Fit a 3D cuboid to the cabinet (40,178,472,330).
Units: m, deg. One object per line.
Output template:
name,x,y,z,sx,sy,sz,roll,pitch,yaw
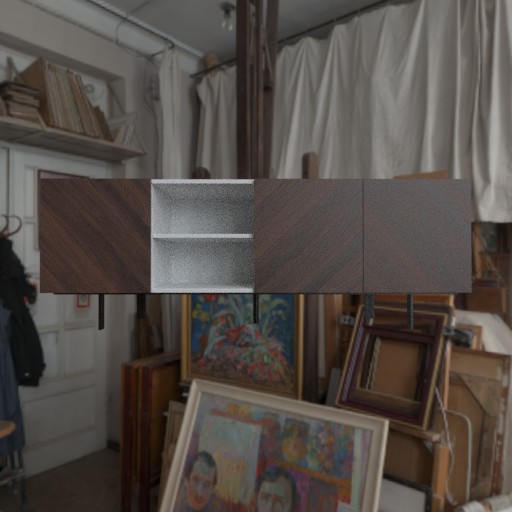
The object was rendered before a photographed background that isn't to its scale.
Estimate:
cabinet,0.000,0.000,1.754,1.499,0.533,0.431,0,-1,0
